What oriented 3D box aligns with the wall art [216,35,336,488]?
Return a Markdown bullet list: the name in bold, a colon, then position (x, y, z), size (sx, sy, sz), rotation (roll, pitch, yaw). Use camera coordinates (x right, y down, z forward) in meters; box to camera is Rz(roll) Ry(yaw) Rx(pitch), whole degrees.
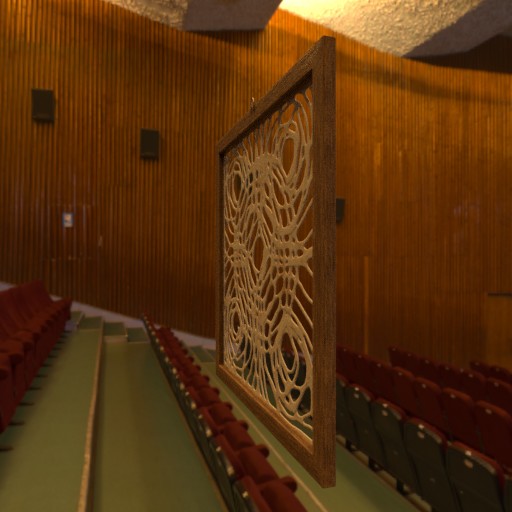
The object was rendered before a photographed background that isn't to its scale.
- **wall art**: position (0.000, 0.000, 0.815), size (0.021, 0.576, 0.561), rotation (0, 0, -19)
